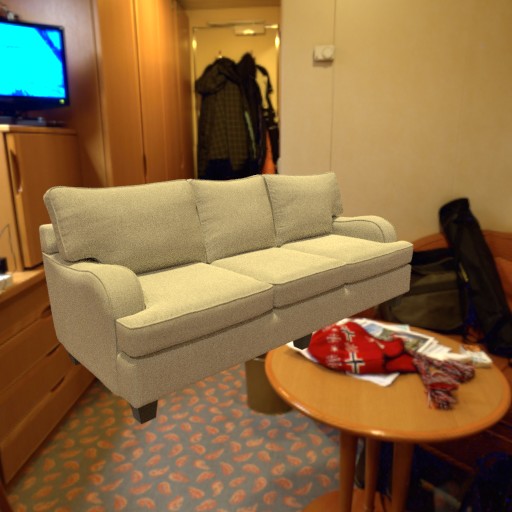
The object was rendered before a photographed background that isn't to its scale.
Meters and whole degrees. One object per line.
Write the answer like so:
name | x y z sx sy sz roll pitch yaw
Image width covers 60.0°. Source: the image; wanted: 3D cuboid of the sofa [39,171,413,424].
sofa | 0.000 0.000 2.861 2.323 0.991 1.016 -13 19 -41
